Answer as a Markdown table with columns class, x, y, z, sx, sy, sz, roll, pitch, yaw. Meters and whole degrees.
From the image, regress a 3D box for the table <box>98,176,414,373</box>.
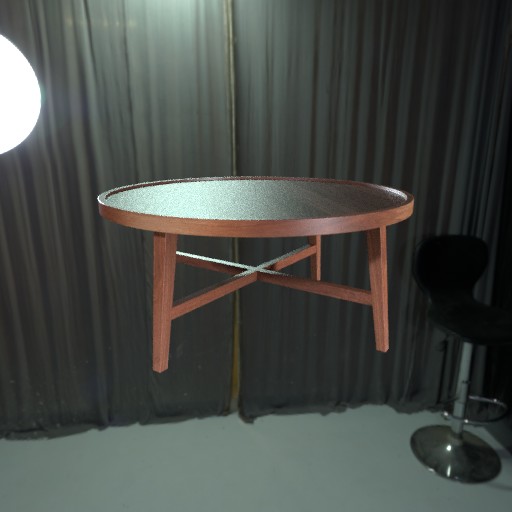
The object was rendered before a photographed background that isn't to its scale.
| class | x | y | z | sx | sy | sz | roll | pitch | yaw |
| --- | --- | --- | --- | --- | --- | --- | --- | --- | --- |
| table | 0.000 | 0.000 | 1.235 | 0.800 | 0.360 | 0.800 | 0 | 16 | 0 |
